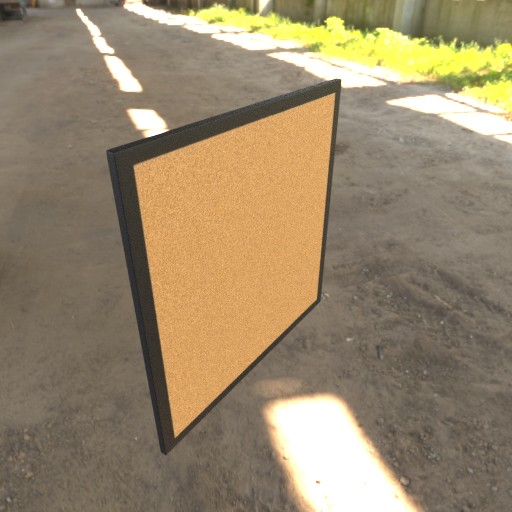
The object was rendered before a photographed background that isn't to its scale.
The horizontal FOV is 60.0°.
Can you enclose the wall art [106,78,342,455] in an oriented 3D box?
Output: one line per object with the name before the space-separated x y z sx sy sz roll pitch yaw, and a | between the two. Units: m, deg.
wall art | 0.000 0.000 0.993 0.016 0.659 0.663 21 37 30
